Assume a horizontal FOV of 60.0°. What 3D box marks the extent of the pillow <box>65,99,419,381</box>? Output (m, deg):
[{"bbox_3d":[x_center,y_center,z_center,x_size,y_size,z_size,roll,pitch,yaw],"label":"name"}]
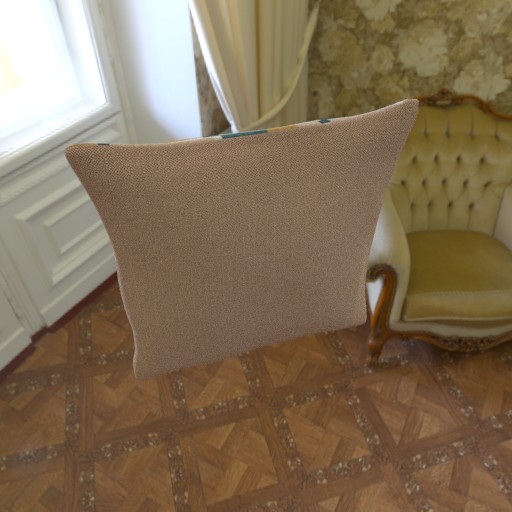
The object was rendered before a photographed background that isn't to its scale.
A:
[{"bbox_3d":[0.000,0.000,0.733,0.478,0.479,0.158,-12,42,-13],"label":"pillow"}]
